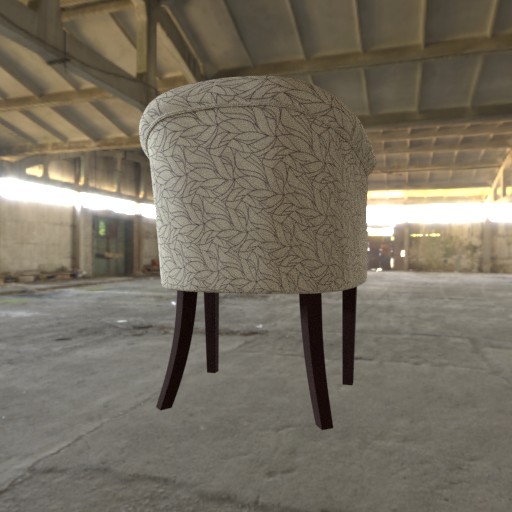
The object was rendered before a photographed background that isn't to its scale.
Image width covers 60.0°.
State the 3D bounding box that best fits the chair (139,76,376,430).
[{"bbox_3d":[0.000,0.000,1.322,0.686,0.858,0.613,0,0,18],"label":"chair"}]
